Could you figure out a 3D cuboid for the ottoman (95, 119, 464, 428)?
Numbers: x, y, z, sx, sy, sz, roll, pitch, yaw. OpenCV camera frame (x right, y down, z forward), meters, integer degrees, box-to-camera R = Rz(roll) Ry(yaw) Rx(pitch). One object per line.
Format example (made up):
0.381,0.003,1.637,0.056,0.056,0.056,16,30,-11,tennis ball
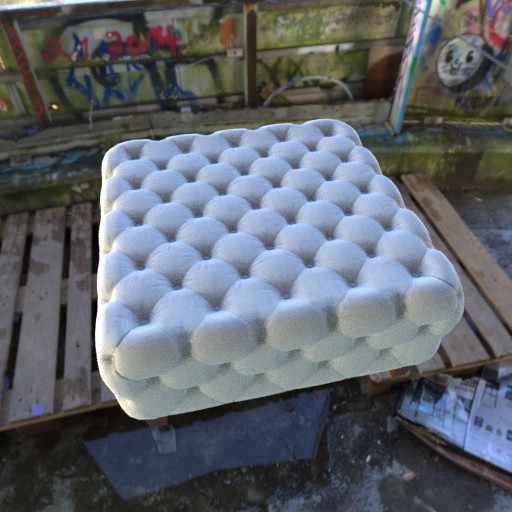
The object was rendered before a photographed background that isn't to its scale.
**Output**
0.000,0.000,1.193,0.753,0.376,0.755,-9,46,-9,ottoman
